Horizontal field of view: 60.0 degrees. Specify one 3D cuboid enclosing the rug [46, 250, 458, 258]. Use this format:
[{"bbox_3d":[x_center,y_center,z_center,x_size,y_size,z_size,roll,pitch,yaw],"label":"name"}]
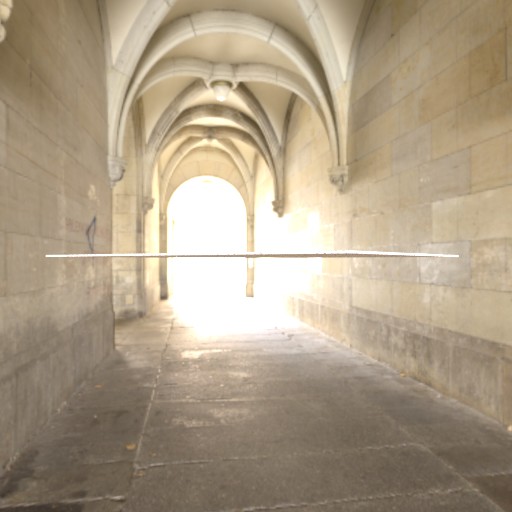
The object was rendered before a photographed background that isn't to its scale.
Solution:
[{"bbox_3d":[0.000,0.000,4.193,3.049,0.015,2.457,0,-1,37],"label":"rug"}]
